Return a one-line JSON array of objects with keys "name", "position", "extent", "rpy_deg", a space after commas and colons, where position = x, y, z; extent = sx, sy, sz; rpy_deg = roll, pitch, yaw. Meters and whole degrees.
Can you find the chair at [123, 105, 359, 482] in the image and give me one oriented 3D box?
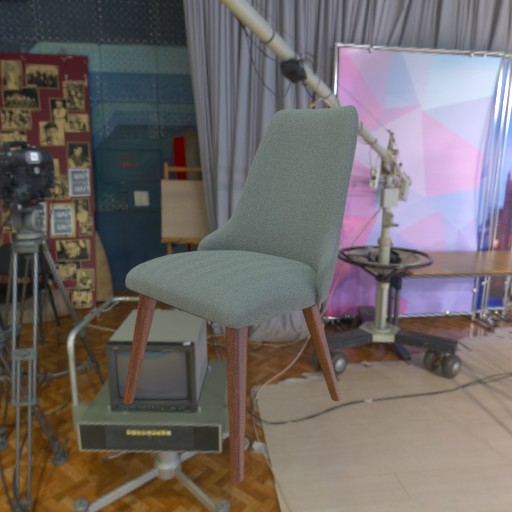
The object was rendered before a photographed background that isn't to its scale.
[{"name": "chair", "position": [0.000, 0.000, 1.381], "extent": [0.535, 0.918, 0.707], "rpy_deg": [13, 19, 42]}]
